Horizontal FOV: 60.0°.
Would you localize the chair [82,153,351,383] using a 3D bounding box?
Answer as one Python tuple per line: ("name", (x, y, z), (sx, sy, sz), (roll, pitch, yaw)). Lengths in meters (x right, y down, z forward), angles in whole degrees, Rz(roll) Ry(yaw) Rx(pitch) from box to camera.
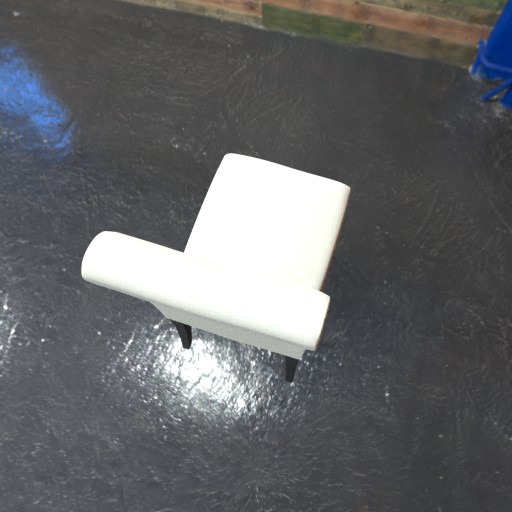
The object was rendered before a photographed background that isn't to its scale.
("chair", (0.000, 0.000, 1.331), (0.452, 0.976, 0.708), (16, 65, 8))
